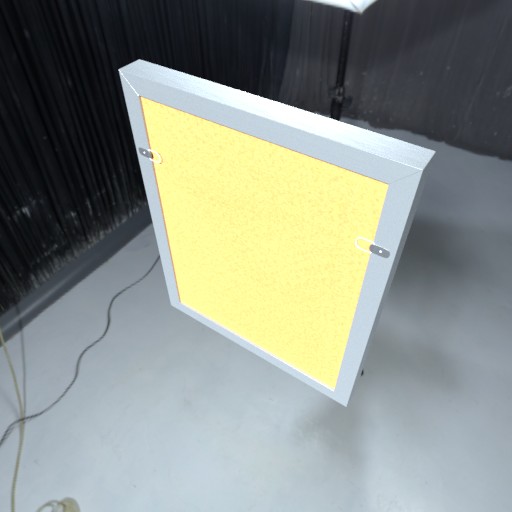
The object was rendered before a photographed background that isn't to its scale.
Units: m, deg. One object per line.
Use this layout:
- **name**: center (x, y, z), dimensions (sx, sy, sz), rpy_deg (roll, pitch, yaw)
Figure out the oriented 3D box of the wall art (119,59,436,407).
- **wall art**: center (0.000, 0.000, 0.523), dimensions (0.308, 0.379, 0.030), rpy_deg (26, 51, 23)
